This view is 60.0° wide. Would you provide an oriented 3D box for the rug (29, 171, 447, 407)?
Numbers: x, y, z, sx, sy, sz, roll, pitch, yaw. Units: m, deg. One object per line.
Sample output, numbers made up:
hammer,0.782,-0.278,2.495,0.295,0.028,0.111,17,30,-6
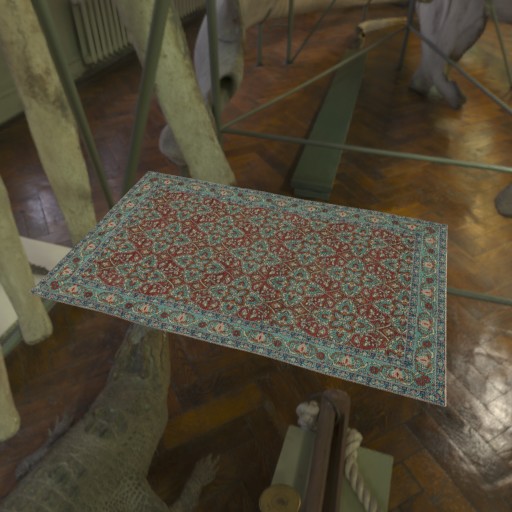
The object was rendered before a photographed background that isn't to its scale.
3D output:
rug,0.000,0.000,2.976,2.439,0.011,1.533,12,43,14
